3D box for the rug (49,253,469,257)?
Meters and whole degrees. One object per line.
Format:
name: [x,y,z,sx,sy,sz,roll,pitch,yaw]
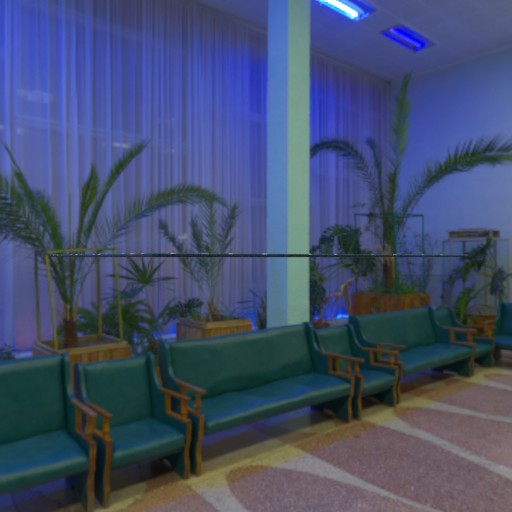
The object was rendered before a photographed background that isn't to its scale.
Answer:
rug: [0.000,0.000,3.863,2.881,0.020,2.270,0,0,-36]
